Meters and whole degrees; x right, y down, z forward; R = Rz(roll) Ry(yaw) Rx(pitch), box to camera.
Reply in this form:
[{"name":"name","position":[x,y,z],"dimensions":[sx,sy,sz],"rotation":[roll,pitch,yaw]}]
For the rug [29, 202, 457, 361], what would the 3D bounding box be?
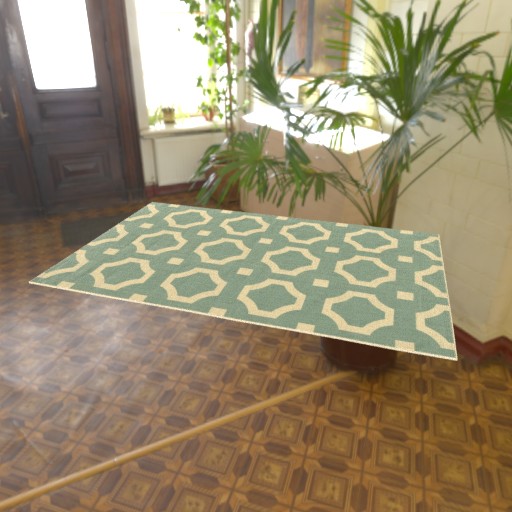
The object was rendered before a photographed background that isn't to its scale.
[{"name":"rug","position":[0.000,0.000,3.040],"dimensions":[2.443,0.015,1.528],"rotation":[8,28,15]}]
